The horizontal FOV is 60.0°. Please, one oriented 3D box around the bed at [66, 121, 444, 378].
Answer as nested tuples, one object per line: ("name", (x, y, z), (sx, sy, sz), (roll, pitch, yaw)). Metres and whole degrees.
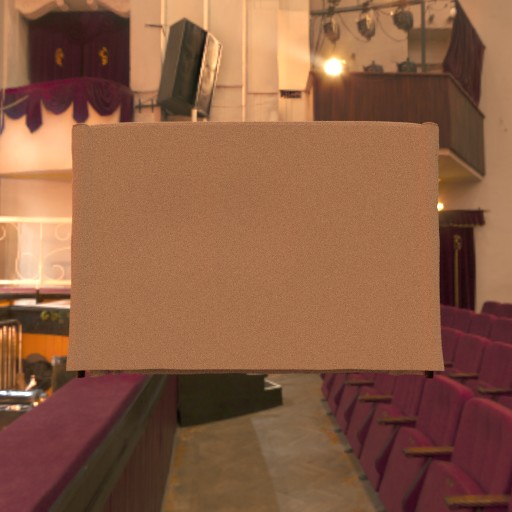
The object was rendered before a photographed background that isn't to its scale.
("bed", (0.000, 0.000, 3.383), (1.925, 1.332, 2.276), (0, -2, 0))
